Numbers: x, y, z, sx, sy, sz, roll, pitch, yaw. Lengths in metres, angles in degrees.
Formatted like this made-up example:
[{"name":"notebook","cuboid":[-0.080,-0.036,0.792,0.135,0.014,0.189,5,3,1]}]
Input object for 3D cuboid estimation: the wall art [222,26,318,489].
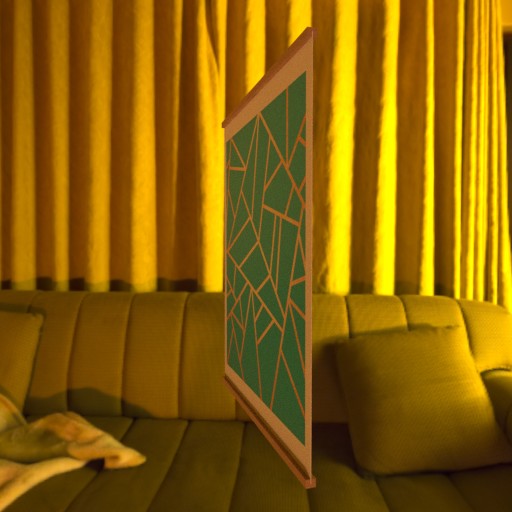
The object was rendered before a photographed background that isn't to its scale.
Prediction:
[{"name":"wall art","cuboid":[0.000,0.000,0.681,0.012,0.508,0.405,-1,2,-18]}]
